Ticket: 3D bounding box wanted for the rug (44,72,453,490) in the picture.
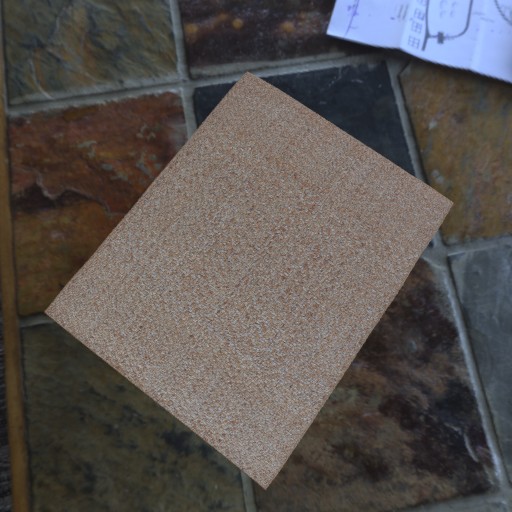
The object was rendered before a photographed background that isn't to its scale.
[{"bbox_3d":[0.000,0.000,4.029,2.439,0.013,3.048,35,79,8],"label":"rug"}]
